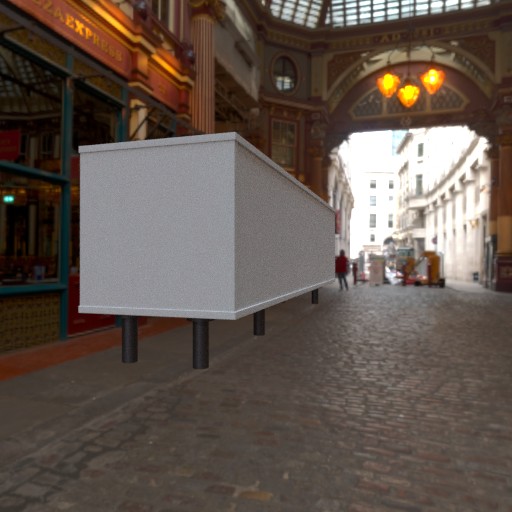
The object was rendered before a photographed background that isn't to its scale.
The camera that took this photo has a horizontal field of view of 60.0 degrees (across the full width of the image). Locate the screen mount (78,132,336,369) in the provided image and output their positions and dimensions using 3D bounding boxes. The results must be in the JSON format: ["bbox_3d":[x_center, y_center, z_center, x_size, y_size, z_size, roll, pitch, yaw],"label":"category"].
[{"bbox_3d":[0.000,0.000,1.765,0.418,0.520,1.600,0,0,18],"label":"screen mount"}]
